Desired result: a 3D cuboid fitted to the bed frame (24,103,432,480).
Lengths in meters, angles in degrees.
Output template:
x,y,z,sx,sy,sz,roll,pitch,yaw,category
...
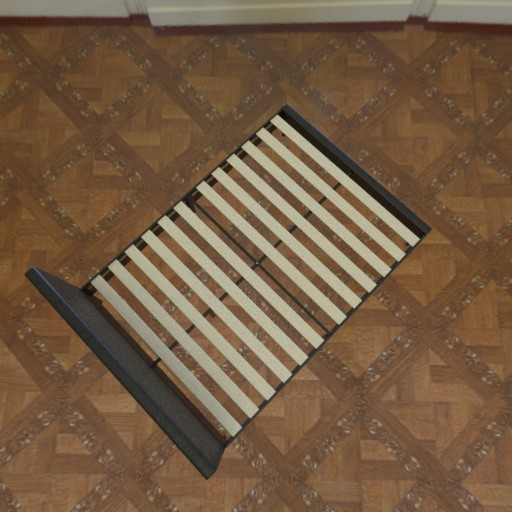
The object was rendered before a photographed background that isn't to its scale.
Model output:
x,y,z,sx,sy,sz,roll,pitch,yaw,category
0.000,0.000,2.998,1.469,1.046,2.152,44,79,10,bed frame
